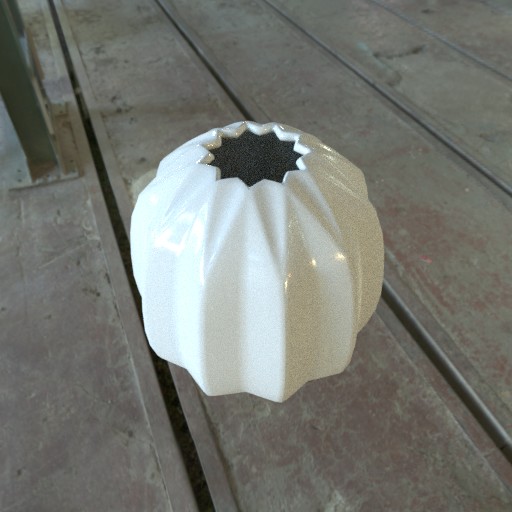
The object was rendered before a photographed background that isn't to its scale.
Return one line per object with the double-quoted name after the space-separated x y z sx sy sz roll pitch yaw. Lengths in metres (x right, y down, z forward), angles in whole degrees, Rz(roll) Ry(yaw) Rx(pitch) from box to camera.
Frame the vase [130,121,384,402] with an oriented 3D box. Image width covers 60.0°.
0.000 0.000 0.244 0.139 0.134 0.139 0 47 0 "vase"
